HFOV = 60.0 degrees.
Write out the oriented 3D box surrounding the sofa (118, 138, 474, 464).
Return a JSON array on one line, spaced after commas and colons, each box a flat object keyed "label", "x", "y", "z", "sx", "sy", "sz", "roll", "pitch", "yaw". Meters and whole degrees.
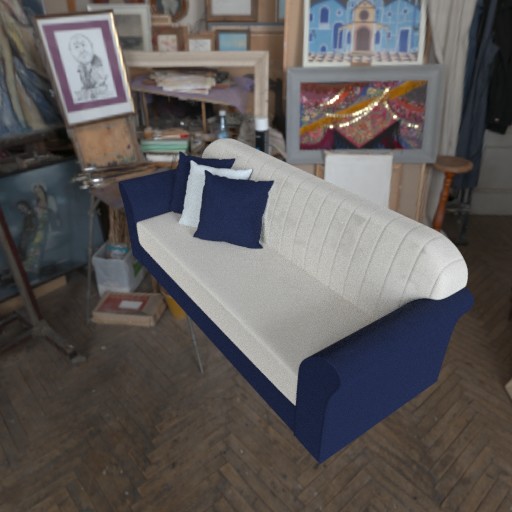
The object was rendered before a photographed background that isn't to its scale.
[{"label": "sofa", "x": 0.000, "y": 0.000, "z": 2.386, "sx": 0.749, "sy": 0.789, "sz": 2.006, "roll": -20, "pitch": 37, "yaw": -29}]
